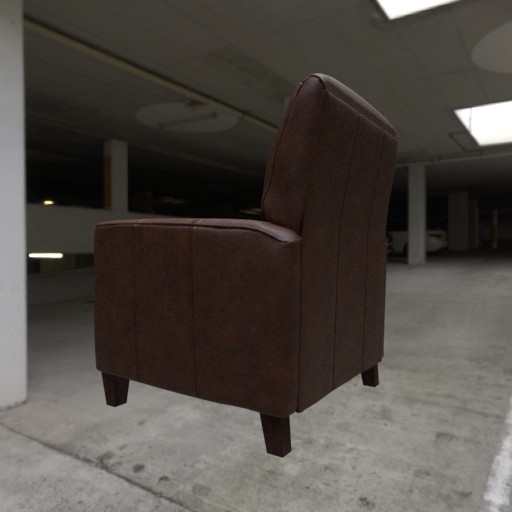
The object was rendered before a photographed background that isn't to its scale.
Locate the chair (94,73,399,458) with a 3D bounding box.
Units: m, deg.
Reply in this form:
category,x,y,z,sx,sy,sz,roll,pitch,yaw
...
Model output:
category,x,y,z,sx,sy,sz,roll,pitch,yaw
chair,0.000,0.000,1.605,0.850,1.010,0.839,1,1,34
